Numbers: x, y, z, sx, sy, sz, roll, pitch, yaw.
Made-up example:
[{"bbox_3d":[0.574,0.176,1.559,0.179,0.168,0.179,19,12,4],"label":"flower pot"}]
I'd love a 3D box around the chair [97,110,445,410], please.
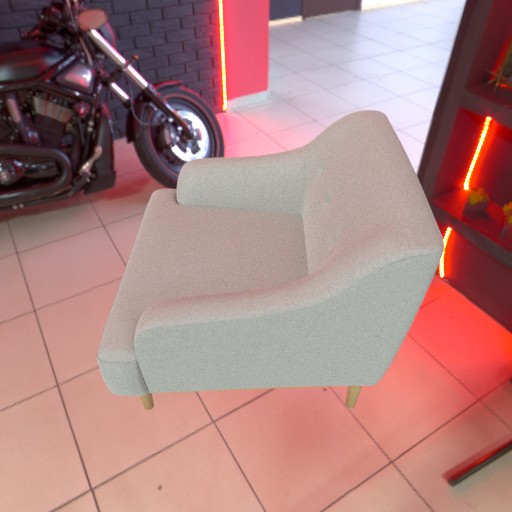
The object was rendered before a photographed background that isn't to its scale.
[{"bbox_3d":[0.000,0.000,1.626,0.951,0.818,0.946,1,42,1],"label":"chair"}]
